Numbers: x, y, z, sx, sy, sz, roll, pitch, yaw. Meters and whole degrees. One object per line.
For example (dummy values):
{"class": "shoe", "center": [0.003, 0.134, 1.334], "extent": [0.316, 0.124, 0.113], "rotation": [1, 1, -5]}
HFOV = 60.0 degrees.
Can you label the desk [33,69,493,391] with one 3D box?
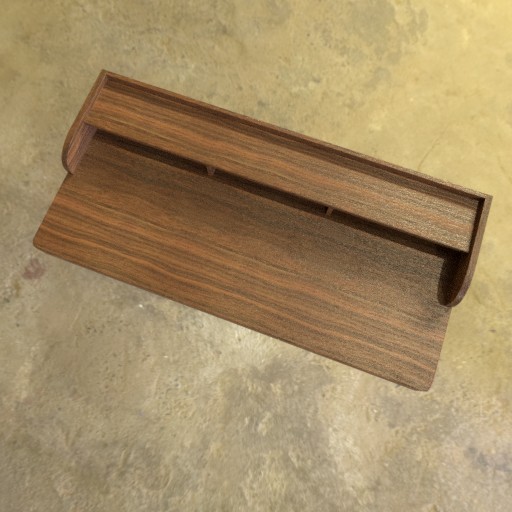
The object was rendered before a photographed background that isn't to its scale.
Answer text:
{"class": "desk", "center": [0.000, 0.000, 1.627], "extent": [1.200, 0.854, 0.565], "rotation": [20, 76, 5]}
